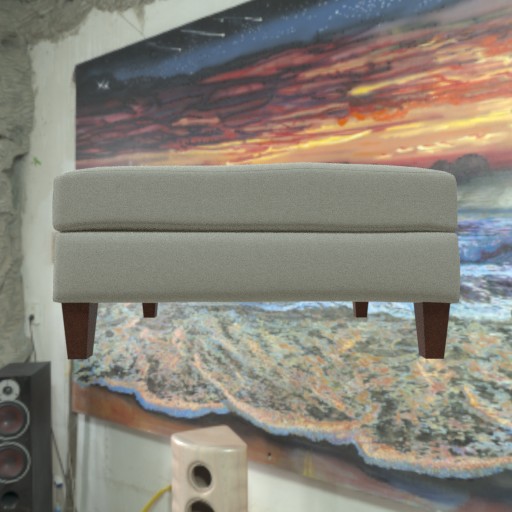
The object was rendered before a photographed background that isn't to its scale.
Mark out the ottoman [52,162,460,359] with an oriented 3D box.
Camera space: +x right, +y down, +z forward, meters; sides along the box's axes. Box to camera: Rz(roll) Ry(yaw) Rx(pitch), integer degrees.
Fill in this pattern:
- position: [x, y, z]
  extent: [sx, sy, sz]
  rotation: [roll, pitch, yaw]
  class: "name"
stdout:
- position: [0.000, 0.000, 1.434]
  extent: [0.976, 0.492, 0.836]
  rotation: [0, 0, 0]
  class: "ottoman"
